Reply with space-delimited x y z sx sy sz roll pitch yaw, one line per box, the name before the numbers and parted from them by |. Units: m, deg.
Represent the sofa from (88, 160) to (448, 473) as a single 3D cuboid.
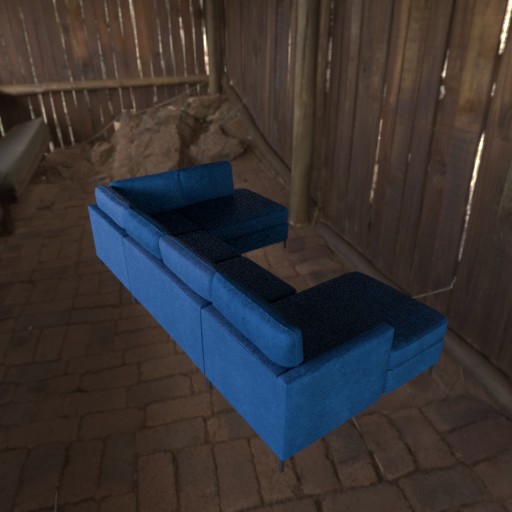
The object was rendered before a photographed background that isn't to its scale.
sofa | 0.000 0.000 4.209 2.055 0.992 3.434 -18 32 -32
